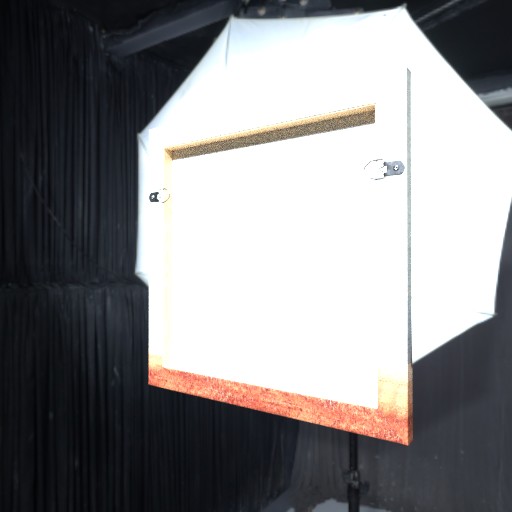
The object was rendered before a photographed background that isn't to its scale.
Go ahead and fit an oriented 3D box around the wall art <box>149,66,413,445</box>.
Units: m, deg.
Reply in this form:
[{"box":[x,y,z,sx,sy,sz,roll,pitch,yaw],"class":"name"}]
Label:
[{"box":[0.000,0.000,1.116,0.760,0.760,0.042,-1,-1,35],"class":"wall art"}]
